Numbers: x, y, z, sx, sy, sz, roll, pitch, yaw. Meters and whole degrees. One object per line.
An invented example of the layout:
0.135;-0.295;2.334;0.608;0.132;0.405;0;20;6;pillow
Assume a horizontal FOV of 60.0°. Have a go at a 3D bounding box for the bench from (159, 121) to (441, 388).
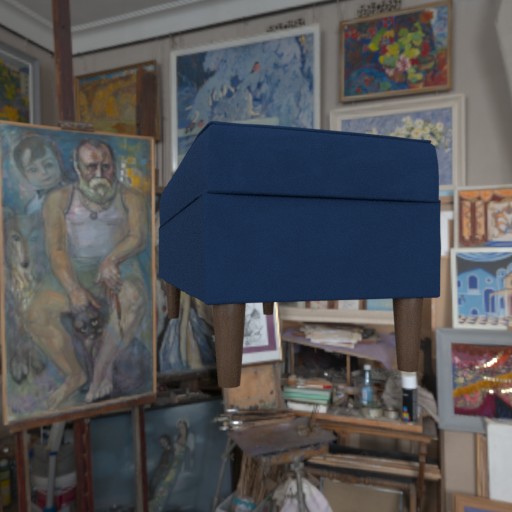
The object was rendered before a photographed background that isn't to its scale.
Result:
0.000;0.000;1.291;0.489;0.467;1.010;0;0;-17;bench
